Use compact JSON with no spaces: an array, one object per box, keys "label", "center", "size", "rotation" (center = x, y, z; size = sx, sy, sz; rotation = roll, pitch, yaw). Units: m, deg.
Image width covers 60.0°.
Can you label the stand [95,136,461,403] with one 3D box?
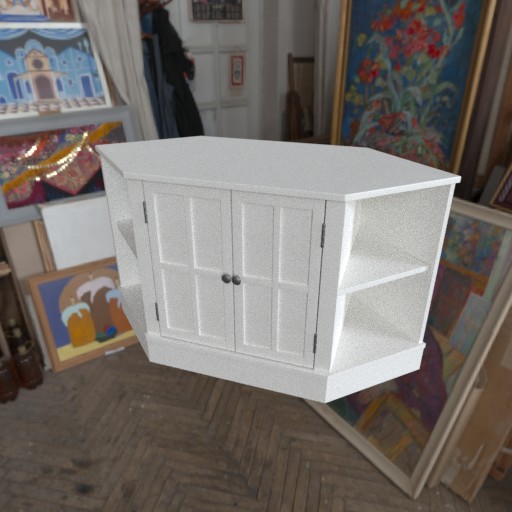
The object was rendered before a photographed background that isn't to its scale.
[{"label":"stand","center":[0.000,0.000,1.386],"size":[1.072,0.614,0.477],"rotation":[9,28,16]}]
